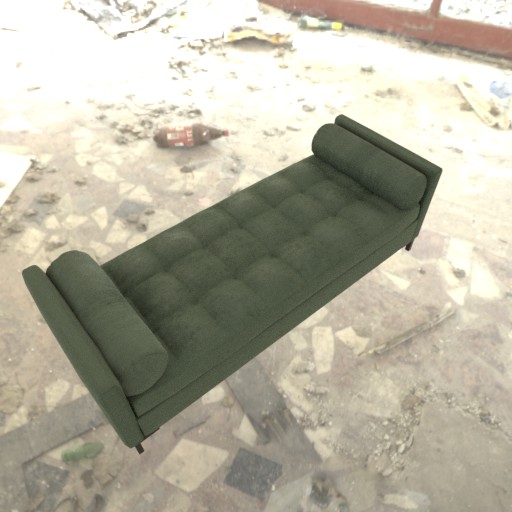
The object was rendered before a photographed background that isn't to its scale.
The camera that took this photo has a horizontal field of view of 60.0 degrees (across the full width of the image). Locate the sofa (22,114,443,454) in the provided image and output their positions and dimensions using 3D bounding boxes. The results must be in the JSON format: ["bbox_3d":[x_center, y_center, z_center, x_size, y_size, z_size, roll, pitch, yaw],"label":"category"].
[{"bbox_3d":[0.000,0.000,2.453,2.130,0.681,0.817,-32,55,-26],"label":"sofa"}]
